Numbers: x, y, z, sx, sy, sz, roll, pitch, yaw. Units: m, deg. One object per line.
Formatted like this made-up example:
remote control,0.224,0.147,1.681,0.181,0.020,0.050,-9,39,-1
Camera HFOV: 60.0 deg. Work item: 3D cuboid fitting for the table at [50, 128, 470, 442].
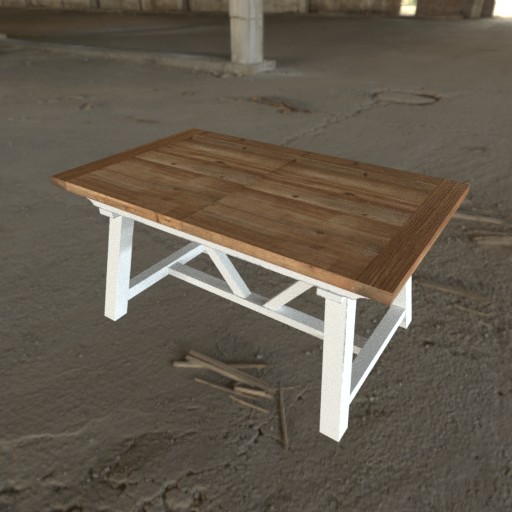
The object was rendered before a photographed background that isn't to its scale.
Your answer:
table,0.000,0.000,2.050,1.503,0.743,0.922,20,36,29
